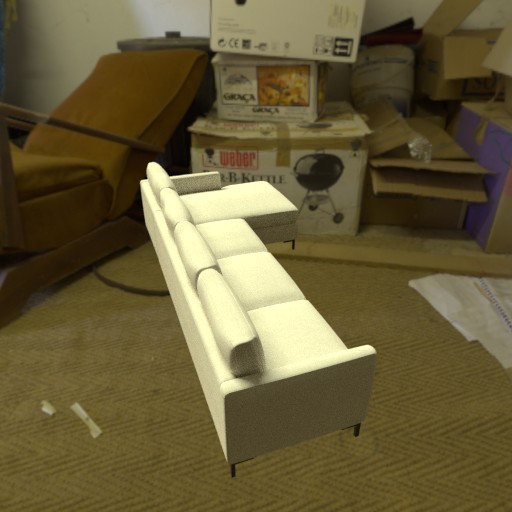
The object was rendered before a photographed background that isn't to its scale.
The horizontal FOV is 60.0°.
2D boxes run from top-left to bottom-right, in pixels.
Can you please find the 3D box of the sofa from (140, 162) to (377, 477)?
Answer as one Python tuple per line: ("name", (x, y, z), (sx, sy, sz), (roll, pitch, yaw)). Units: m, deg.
("sofa", (0.000, 0.000, 2.833), (1.126, 0.677, 2.445), (-10, 31, -17))
